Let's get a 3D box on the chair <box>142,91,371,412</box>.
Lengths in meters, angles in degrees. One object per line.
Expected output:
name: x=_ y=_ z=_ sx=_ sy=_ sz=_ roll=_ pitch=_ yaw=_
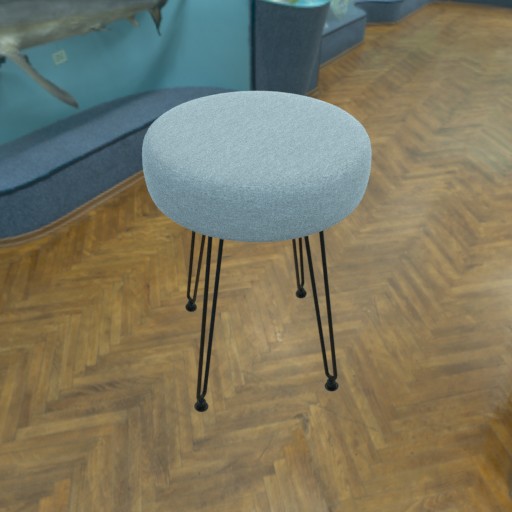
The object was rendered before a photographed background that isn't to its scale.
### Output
chair: x=0.000 y=0.000 z=0.709 sx=0.350 sy=0.440 sz=0.350 roll=24 pitch=46 yaw=26
